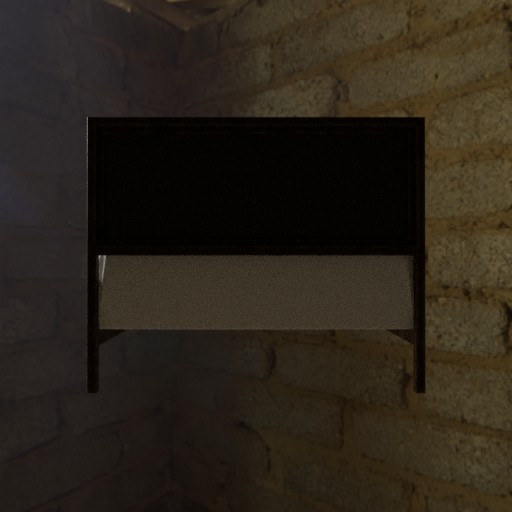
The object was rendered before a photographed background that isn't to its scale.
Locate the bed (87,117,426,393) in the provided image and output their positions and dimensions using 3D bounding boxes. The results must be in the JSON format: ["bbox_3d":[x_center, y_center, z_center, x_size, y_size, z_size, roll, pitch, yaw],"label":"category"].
[{"bbox_3d":[0.000,0.000,3.214,1.607,1.313,2.221,0,0,0],"label":"bed"}]
